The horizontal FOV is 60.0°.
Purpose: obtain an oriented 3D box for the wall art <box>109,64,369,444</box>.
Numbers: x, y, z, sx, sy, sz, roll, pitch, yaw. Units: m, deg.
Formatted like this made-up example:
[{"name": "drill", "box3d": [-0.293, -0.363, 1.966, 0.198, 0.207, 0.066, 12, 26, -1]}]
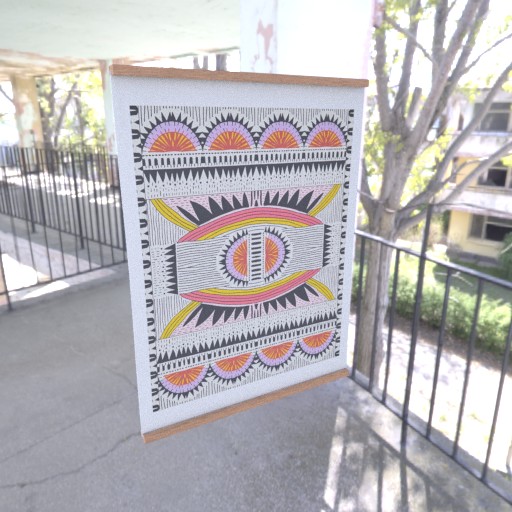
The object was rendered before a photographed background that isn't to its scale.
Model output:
[{"name": "wall art", "box3d": [0.000, 0.000, 0.797, 0.456, 0.609, 0.028, -9, 19, -27]}]
